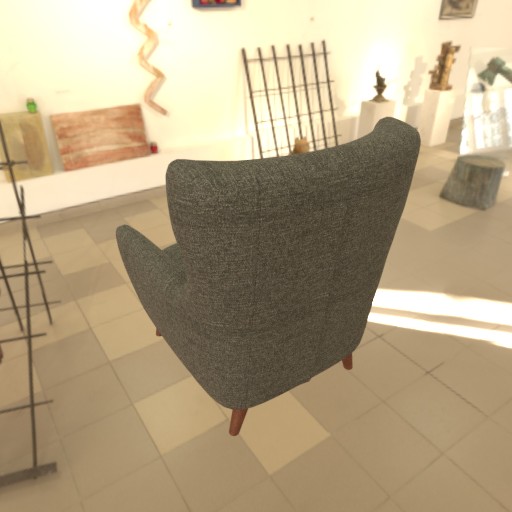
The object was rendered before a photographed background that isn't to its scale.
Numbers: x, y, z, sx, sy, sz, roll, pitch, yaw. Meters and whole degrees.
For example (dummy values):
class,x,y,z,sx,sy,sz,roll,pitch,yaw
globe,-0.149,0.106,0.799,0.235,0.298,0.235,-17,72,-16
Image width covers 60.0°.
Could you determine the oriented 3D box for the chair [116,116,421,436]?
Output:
class,x,y,z,sx,sy,sz,roll,pitch,yaw
chair,0.000,0.000,1.754,0.878,1.063,0.904,-19,36,-29
